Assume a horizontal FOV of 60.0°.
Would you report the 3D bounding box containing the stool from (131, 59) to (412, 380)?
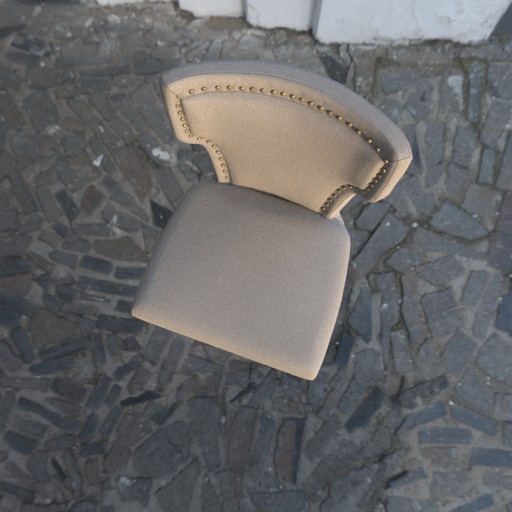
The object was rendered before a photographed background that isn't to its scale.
[{"bbox_3d":[0.000,0.000,1.285,0.527,0.982,0.563,19,76,5],"label":"stool"}]
